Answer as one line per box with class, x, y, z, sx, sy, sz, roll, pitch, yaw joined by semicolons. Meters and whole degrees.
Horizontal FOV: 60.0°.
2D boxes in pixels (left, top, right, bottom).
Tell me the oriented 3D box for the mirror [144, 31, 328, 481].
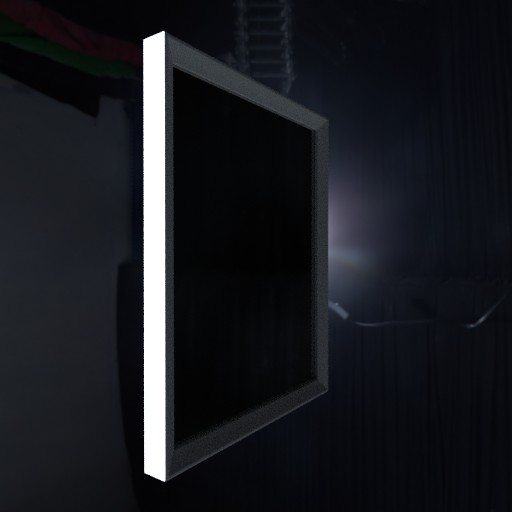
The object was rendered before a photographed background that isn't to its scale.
mirror;0.000;0.000;0.676;0.041;0.509;0.406;0;1;36
